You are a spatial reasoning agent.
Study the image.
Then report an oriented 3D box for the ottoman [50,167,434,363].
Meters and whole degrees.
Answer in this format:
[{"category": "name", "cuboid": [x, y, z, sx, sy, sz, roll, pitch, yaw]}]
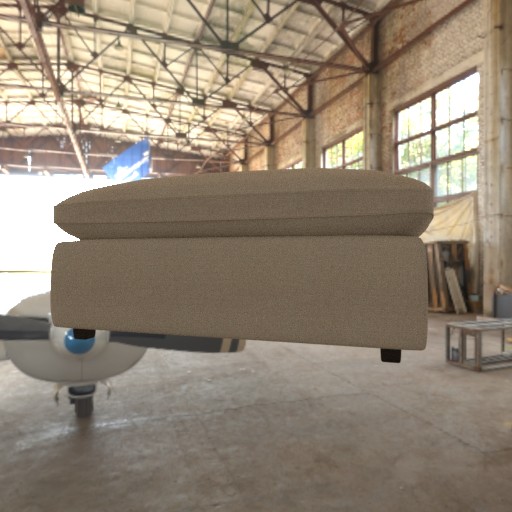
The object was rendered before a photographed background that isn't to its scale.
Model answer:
[{"category": "ottoman", "cuboid": [0.000, 0.000, 1.346, 0.984, 0.453, 0.686, 0, 0, 19]}]
